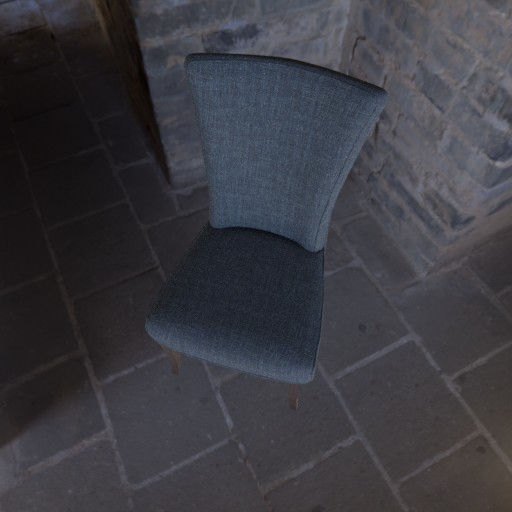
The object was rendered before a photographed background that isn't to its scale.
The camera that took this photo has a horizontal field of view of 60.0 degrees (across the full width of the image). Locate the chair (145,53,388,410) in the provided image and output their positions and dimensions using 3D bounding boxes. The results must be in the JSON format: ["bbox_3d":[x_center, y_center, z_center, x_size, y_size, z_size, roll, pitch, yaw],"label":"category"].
[{"bbox_3d":[0.000,0.000,1.384,0.520,0.991,0.660,14,60,8],"label":"chair"}]
